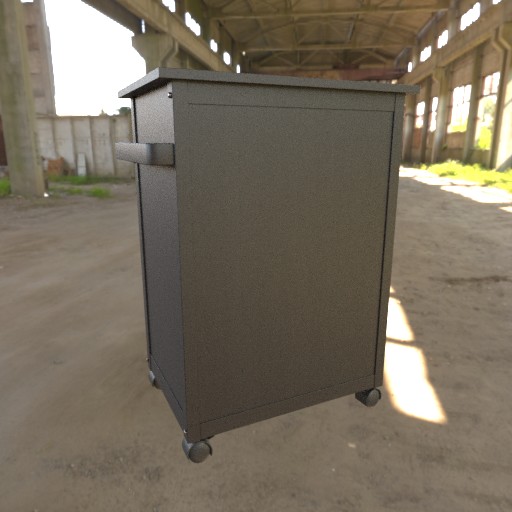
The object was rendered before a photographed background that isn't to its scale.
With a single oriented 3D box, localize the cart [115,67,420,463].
[{"bbox_3d":[0.000,0.000,1.237,0.660,0.879,0.456,-7,16,-25],"label":"cart"}]
